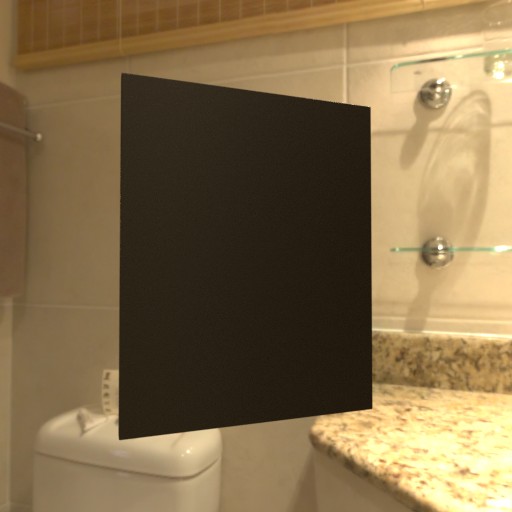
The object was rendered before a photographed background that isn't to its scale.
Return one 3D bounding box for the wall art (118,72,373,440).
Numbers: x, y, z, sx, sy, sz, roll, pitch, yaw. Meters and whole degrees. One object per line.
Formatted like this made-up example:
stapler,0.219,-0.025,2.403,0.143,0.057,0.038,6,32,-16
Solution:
wall art,0.000,0.000,1.617,0.950,1.194,0.053,0,-1,-19
